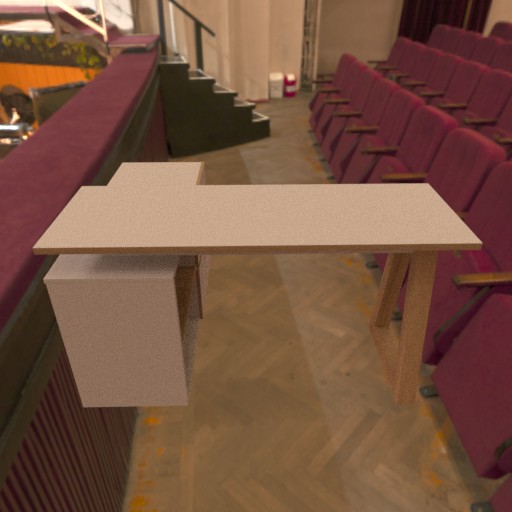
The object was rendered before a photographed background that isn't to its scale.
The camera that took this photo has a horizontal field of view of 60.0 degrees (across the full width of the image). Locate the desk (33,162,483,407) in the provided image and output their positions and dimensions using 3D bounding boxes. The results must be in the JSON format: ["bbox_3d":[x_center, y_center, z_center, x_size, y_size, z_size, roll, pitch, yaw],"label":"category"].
[{"bbox_3d":[0.000,0.000,2.045,1.404,0.755,1.098,-1,32,-1],"label":"desk"}]
